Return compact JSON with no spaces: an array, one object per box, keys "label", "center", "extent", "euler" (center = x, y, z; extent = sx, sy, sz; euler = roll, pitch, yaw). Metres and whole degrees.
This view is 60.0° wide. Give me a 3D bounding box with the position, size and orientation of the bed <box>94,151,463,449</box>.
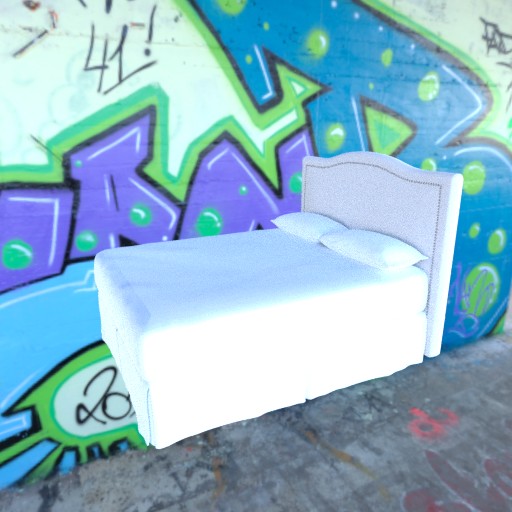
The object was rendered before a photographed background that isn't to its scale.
[{"label":"bed","center":[0.000,0.000,3.305],"extent":[2.143,1.460,1.753],"euler":[-9,19,-26]}]
